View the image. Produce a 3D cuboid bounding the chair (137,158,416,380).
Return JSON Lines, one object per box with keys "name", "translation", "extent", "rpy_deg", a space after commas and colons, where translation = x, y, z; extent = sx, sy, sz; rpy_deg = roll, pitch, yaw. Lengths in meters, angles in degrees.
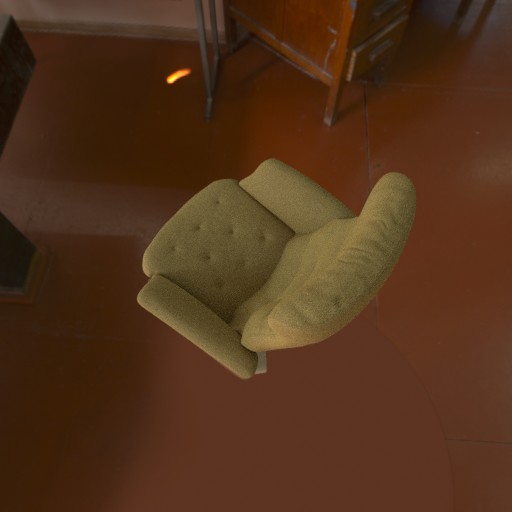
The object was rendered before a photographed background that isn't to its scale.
{"name": "chair", "translation": [0.000, 0.000, 1.595], "extent": [0.837, 0.995, 0.785], "rpy_deg": [35, 70, 15]}
